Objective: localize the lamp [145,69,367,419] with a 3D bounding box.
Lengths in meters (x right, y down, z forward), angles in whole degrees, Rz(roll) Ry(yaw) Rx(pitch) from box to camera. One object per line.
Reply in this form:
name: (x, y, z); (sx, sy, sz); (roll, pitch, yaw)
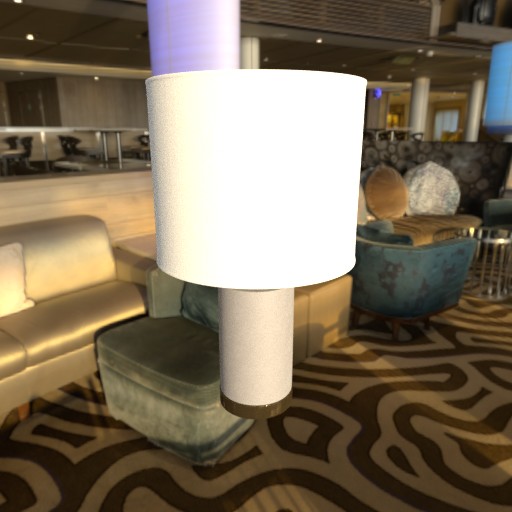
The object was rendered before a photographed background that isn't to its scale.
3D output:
lamp: (0.000, 0.000, 0.522); (0.229, 0.380, 0.229); (0, 16, 0)
